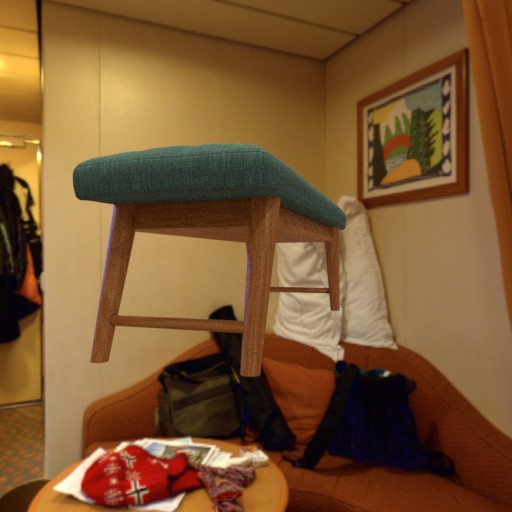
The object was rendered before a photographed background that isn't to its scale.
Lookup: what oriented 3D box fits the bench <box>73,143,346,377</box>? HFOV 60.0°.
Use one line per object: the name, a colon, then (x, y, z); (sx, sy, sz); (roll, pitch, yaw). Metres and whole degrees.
bench: (0.000, 0.000, 1.341); (0.406, 0.432, 1.118); (0, 0, 18)
